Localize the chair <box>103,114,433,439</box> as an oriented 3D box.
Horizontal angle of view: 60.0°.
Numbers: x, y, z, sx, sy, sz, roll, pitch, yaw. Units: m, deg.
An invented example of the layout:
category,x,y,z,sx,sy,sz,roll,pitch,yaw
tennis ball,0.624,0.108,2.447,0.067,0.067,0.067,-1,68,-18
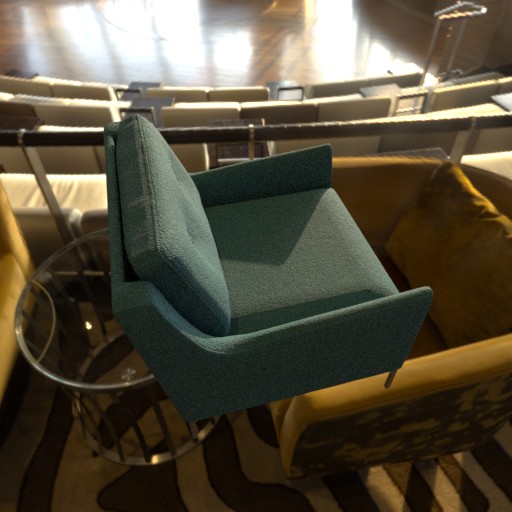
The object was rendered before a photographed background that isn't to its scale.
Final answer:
category,x,y,z,sx,sy,sz,roll,pitch,yaw
chair,0.000,0.000,1.534,0.849,0.828,0.847,-11,47,-10
